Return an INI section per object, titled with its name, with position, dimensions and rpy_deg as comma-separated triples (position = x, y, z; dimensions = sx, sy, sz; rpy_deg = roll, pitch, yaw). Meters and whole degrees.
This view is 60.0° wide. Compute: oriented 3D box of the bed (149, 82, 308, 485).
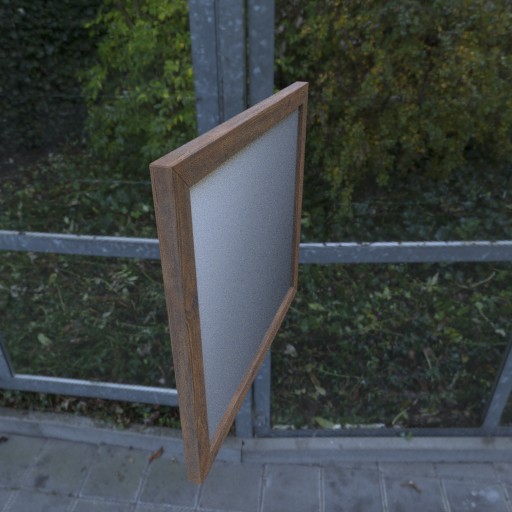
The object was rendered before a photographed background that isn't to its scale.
[bed]
position = 0.000, 0.000, 1.469
dimensions = 0.046, 0.942, 1.046
rpy_deg = 10, 31, 17
